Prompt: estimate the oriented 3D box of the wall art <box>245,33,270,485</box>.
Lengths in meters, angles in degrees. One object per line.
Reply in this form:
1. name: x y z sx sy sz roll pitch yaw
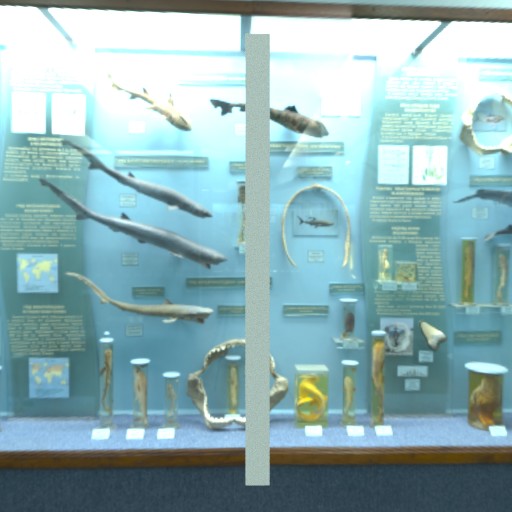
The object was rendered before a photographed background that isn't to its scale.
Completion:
1. wall art: 0.000 0.000 1.133 0.041 0.765 0.768 0 2 0
